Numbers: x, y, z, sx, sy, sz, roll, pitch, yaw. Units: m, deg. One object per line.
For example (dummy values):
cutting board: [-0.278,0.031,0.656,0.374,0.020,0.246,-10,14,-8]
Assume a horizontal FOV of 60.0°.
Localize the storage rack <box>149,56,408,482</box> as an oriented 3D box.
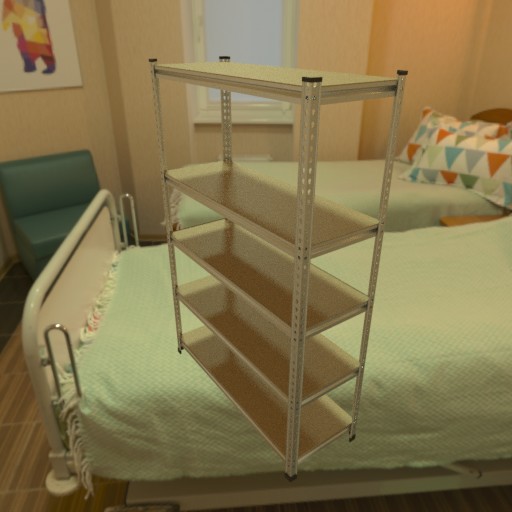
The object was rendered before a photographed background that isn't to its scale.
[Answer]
storage rack: [0.000,0.000,2.294,0.457,1.829,1.219,-18,32,-31]
